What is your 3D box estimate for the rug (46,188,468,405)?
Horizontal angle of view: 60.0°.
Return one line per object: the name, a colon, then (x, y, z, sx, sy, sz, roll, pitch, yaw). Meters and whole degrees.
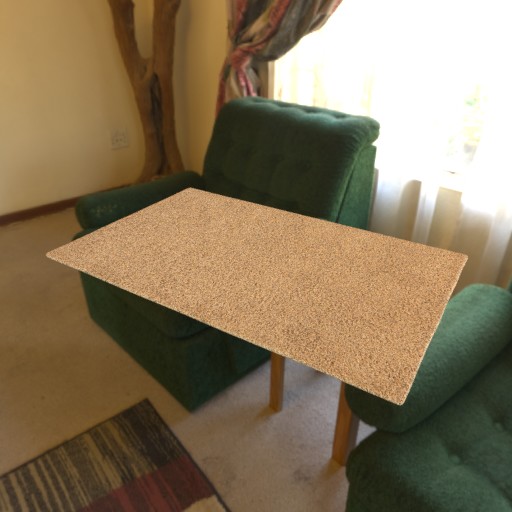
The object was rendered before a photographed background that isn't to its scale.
rug: (0.000, 0.000, 3.006, 2.438, 0.030, 1.524, 17, 33, 28)
